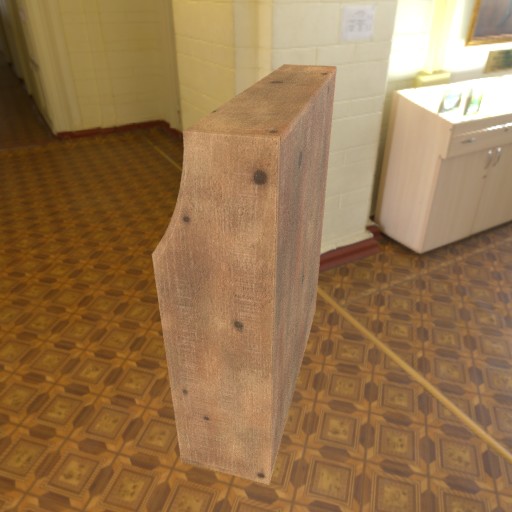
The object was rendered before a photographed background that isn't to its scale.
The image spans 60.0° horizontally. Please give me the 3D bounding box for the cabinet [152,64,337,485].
[{"bbox_3d":[0.000,0.000,0.819,0.184,0.590,0.489,8,32,13],"label":"cabinet"}]
